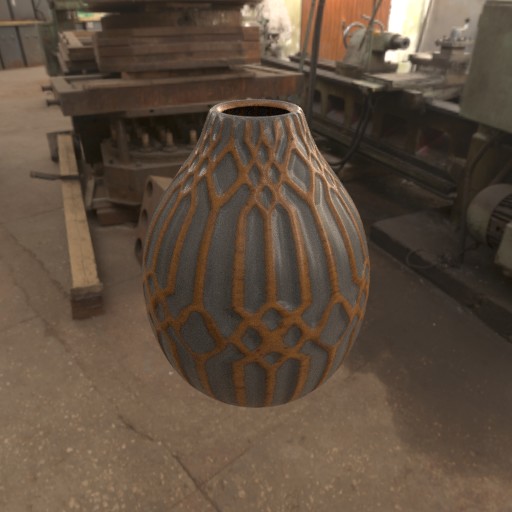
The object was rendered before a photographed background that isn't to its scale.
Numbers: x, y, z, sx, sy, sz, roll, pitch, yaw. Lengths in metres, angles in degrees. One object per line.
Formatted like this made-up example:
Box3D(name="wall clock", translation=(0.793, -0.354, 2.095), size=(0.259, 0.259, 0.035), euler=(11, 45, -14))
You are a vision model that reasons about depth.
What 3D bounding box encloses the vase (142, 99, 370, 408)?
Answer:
Box3D(name="vase", translation=(0.000, 0.000, 0.135), size=(0.069, 0.088, 0.069), euler=(0, 30, 0))
